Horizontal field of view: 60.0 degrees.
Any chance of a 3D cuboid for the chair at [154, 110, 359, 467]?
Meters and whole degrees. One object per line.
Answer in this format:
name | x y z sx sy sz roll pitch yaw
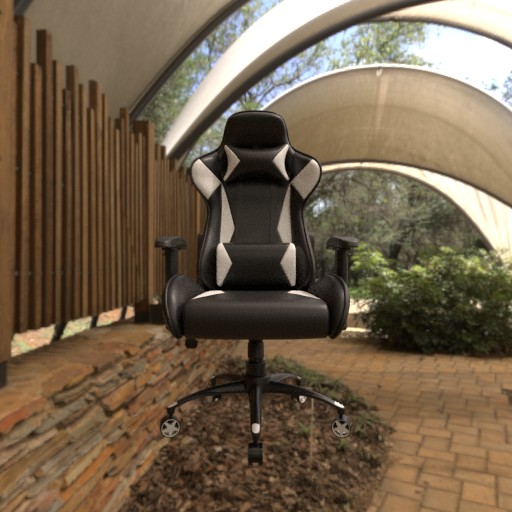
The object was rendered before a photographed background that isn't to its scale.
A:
chair | 0.000 0.000 1.688 0.730 1.285 0.695 0 0 0
